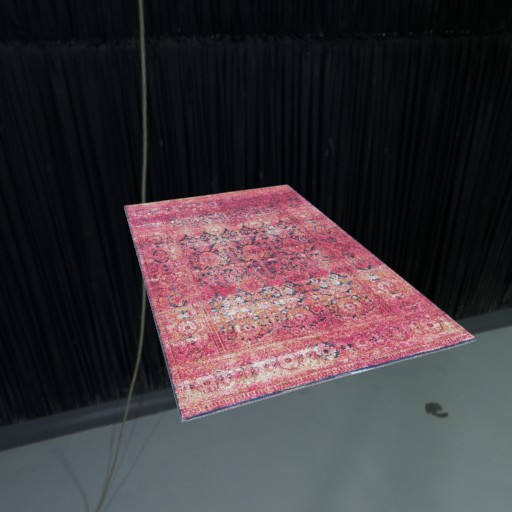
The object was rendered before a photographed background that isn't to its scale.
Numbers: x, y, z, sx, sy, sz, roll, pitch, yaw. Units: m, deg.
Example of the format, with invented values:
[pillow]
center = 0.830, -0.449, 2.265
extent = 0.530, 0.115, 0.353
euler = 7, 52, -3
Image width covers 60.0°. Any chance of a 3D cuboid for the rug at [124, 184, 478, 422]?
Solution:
[rug]
center = 0.000, 0.000, 3.052
extent = 1.539, 0.018, 2.449
euler = -10, 31, -17
